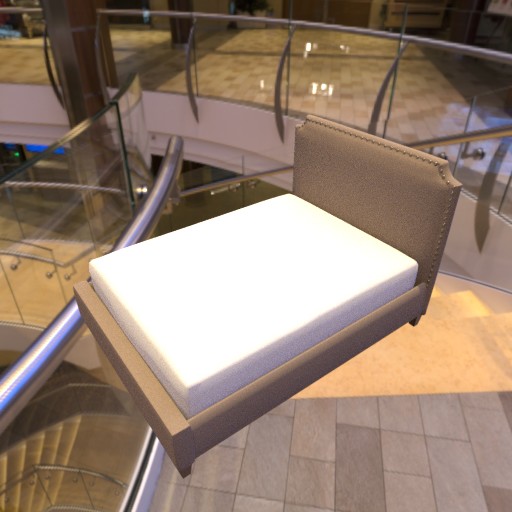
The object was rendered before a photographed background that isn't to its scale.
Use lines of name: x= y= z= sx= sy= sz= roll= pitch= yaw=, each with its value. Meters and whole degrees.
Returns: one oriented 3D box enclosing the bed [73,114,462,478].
bed: x=0.000 y=0.000 z=3.381 sx=2.372 sy=1.443 sz=1.713 roll=-22 pitch=39 yaw=-30
